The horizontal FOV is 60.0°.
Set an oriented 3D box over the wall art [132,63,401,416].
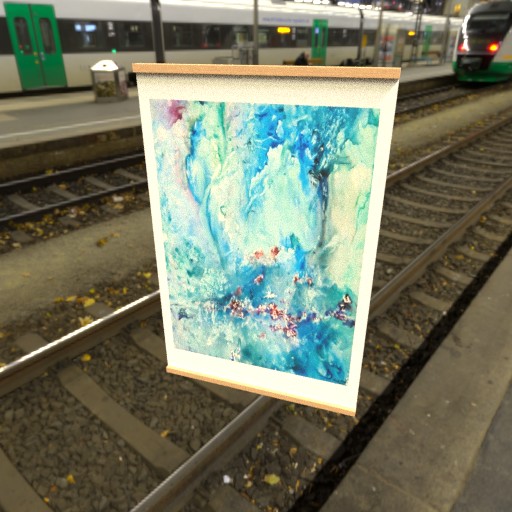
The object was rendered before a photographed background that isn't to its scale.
[{"bbox_3d":[0.000,0.000,1.292,0.669,1.020,0.027,8,27,16],"label":"wall art"}]
